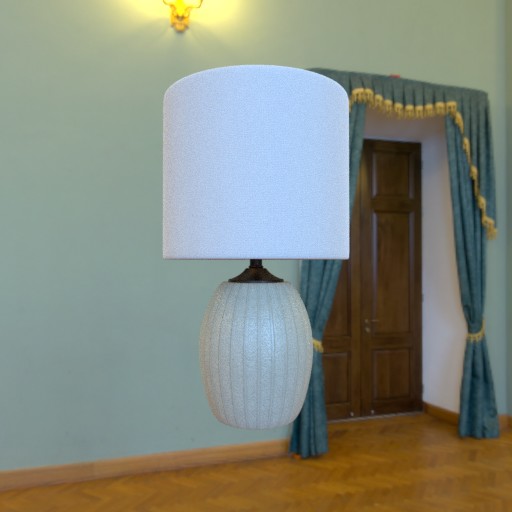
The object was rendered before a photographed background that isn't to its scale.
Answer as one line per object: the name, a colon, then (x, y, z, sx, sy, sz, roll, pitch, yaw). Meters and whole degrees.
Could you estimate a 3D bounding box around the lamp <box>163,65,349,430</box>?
lamp: (0.000, 0.000, 0.799, 0.329, 0.570, 0.329, 0, -1, -17)
